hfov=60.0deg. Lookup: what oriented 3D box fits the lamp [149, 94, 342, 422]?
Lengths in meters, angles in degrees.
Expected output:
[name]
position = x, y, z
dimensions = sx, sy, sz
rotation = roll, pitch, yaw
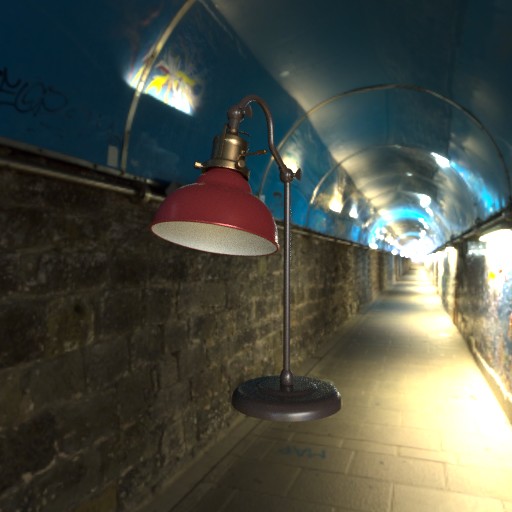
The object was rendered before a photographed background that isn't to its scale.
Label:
[lamp]
position = 0.000, 0.000, 0.701
dimensions = 0.192, 0.508, 0.374
rotation = 0, 0, 36
